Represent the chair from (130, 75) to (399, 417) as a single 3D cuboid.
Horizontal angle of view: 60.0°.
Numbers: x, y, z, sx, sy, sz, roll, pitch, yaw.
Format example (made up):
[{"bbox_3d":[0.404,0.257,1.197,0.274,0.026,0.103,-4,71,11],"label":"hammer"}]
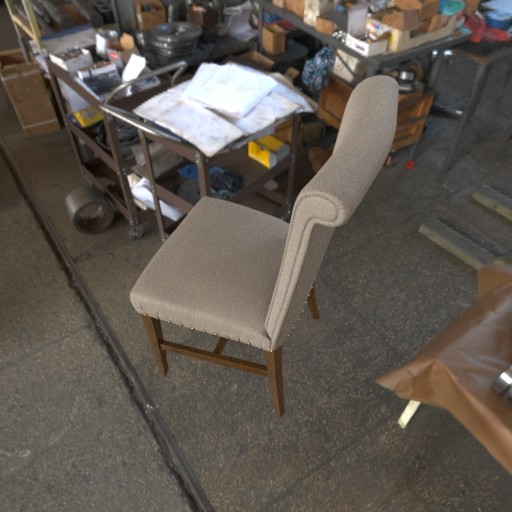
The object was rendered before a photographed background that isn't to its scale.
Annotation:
[{"bbox_3d":[0.000,0.000,1.334,0.608,0.988,0.513,16,49,15],"label":"chair"}]
